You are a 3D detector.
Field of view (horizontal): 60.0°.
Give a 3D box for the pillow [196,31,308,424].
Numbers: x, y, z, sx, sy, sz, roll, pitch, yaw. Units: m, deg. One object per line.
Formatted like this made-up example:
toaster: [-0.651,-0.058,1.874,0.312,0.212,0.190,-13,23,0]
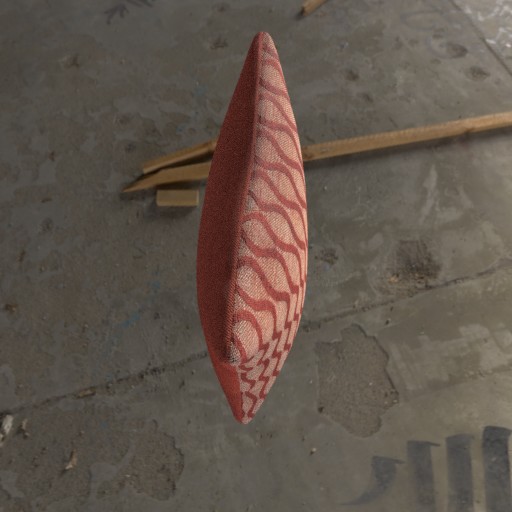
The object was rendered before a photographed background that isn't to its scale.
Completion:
pillow: [0.000,0.000,0.653,0.159,0.434,0.429,3,62,1]
